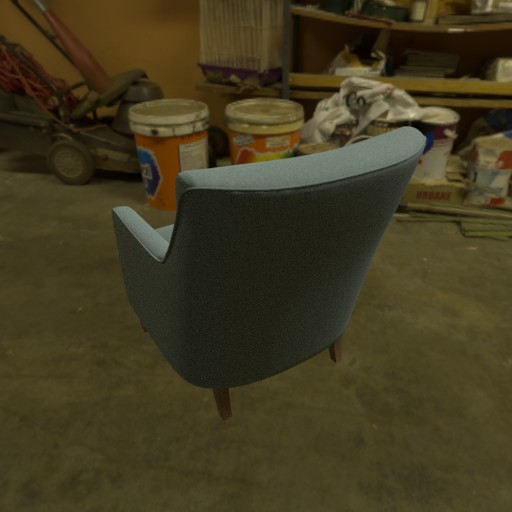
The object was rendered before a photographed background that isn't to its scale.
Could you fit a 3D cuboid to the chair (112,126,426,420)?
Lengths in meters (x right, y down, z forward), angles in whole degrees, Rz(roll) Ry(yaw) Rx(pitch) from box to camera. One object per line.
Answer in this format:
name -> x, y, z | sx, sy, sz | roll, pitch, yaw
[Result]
chair -> 0.000, 0.000, 1.546 | 0.756, 0.916, 0.879 | -18, 35, -28
